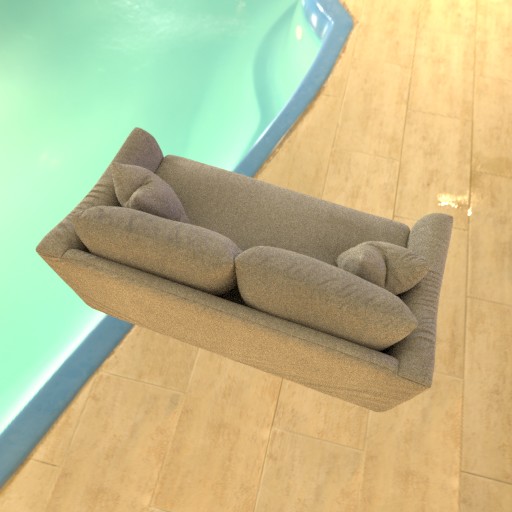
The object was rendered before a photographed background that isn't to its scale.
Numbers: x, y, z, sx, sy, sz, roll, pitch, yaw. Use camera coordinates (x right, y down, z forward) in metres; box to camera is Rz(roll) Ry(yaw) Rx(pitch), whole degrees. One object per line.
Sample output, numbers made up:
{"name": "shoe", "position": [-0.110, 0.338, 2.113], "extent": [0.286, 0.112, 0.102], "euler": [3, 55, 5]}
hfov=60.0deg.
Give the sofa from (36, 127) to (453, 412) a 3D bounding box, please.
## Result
{"name": "sofa", "position": [0.000, 0.000, 2.598], "extent": [2.010, 1.018, 1.072], "euler": [18, 64, 9]}
